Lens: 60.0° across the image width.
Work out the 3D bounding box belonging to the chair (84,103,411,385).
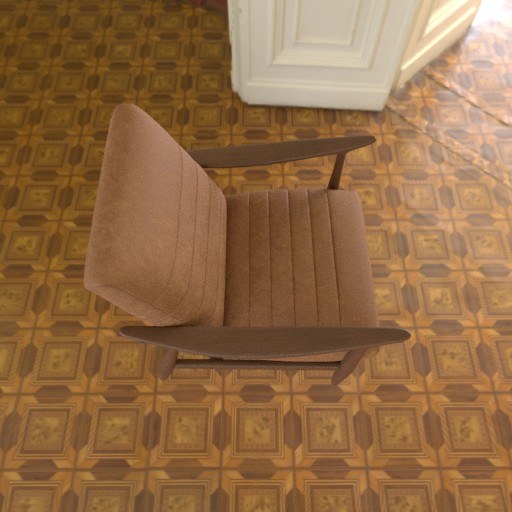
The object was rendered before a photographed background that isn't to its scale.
[{"bbox_3d":[0.000,0.000,1.463,0.798,0.832,0.741,-1,63,0],"label":"chair"}]
